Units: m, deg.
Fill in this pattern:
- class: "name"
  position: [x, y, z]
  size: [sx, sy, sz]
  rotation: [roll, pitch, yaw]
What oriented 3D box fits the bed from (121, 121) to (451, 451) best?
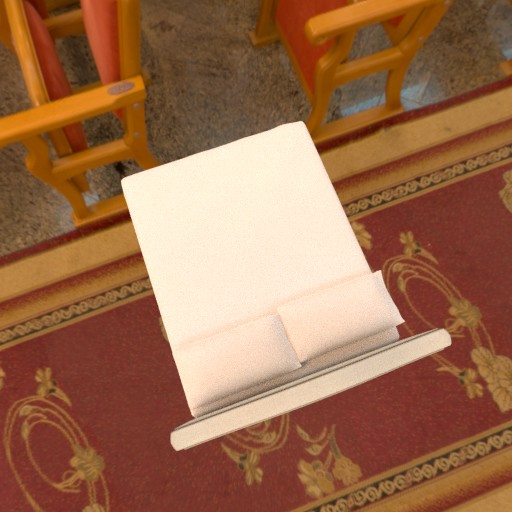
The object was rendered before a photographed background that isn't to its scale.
- class: "bed"
  position: [0.000, 0.000, 3.399]
  size: [1.813, 1.607, 2.180]
  rotation: [-19, 75, -5]
